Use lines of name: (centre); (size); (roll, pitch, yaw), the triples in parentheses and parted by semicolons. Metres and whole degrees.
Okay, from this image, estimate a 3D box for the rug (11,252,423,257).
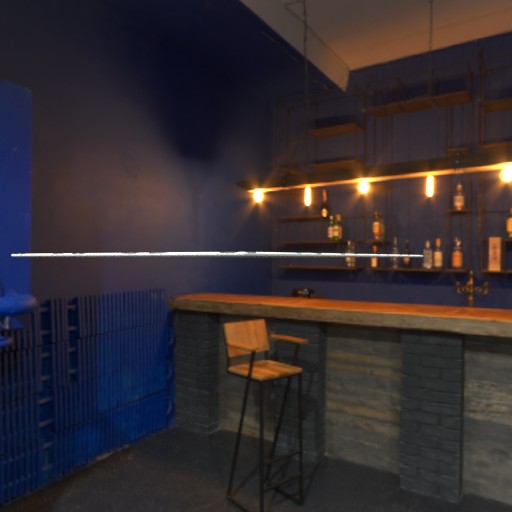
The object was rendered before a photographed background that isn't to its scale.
rug: (0.000, 0.000, 2.882); (1.521, 0.017, 2.365); (0, 0, 34)
